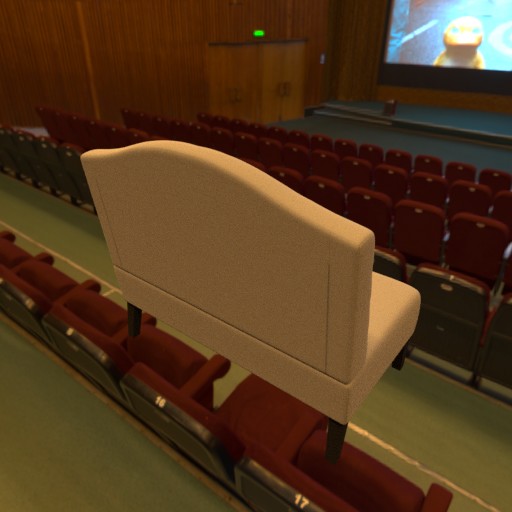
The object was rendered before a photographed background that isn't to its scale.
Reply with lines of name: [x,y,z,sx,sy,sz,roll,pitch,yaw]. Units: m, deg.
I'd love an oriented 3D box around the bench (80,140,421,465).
bench: [0.000,0.000,2.037,1.335,1.180,0.815,21,36,32]
